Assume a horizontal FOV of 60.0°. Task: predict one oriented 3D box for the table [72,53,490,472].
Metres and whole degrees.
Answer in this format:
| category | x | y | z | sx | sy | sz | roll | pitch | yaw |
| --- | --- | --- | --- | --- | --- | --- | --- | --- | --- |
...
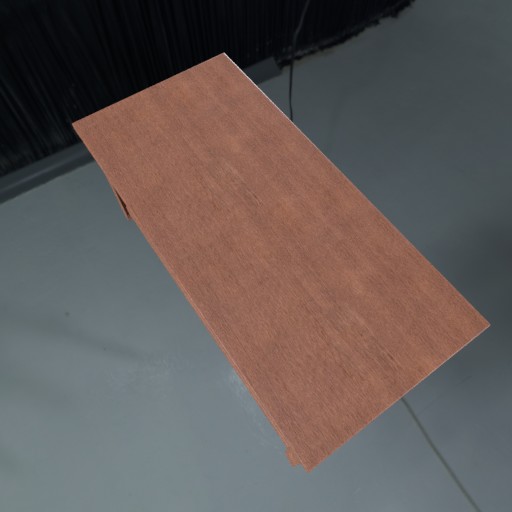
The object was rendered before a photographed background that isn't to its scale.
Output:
| category | x | y | z | sx | sy | sz | roll | pitch | yaw |
| --- | --- | --- | --- | --- | --- | --- | --- | --- | --- |
| table | 0.000 | 0.000 | 1.252 | 0.483 | 0.457 | 1.016 | -32 | 67 | -15 |
